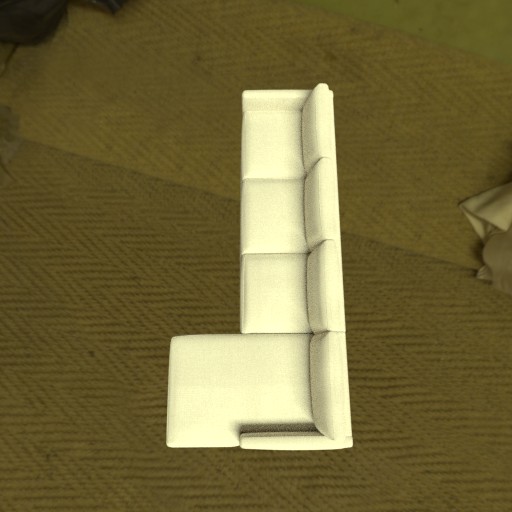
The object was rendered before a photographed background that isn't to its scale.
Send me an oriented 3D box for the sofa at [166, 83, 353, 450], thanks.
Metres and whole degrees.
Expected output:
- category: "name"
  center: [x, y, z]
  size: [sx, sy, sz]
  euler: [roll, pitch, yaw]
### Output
- category: "sofa"
  center: [0.000, 0.000, 3.041]
  size: [1.126, 0.677, 2.445]
  euler: [0, 74, 0]
